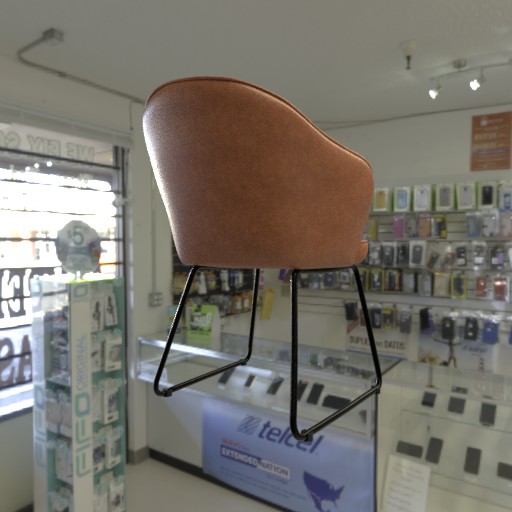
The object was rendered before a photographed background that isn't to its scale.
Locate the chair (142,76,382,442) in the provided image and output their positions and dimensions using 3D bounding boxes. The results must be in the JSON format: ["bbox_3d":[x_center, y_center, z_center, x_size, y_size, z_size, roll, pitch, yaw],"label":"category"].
[{"bbox_3d":[0.000,0.000,1.205,0.582,0.785,0.580,1,2,36],"label":"chair"}]
